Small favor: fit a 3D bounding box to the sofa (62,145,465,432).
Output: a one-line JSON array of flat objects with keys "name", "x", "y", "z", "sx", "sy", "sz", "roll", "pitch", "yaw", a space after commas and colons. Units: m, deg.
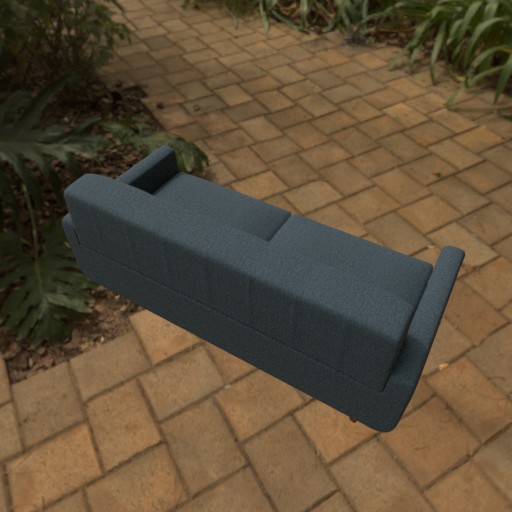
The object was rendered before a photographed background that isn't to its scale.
[{"name": "sofa", "x": 0.000, "y": 0.000, "z": 2.548, "sx": 2.055, "sy": 0.884, "sz": 0.942, "roll": 23, "pitch": 50, "yaw": 21}]
